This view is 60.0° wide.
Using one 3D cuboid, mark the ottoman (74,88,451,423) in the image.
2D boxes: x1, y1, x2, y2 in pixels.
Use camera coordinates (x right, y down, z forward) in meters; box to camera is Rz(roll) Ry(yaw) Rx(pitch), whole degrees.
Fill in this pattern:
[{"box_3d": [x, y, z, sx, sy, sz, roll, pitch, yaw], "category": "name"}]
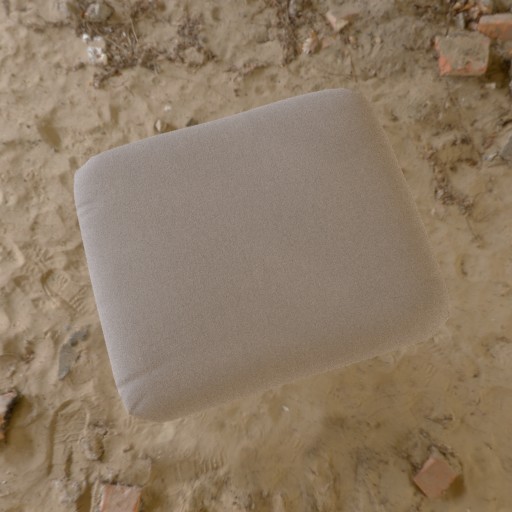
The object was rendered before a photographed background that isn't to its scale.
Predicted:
[{"box_3d": [0.000, 0.000, 1.117, 0.746, 0.450, 0.622, -17, 78, -4], "category": "ottoman"}]
